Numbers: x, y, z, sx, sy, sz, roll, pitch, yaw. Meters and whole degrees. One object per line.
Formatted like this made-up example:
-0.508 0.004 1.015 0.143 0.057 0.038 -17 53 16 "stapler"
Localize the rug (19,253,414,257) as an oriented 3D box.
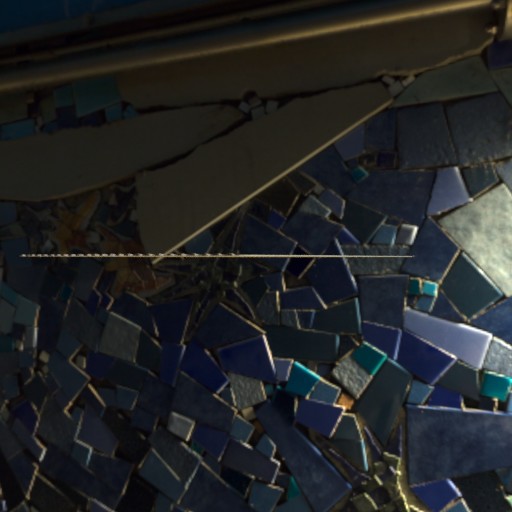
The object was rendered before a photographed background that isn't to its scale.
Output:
0.000 0.000 2.542 1.229 0.011 2.096 0 0 35 "rug"
